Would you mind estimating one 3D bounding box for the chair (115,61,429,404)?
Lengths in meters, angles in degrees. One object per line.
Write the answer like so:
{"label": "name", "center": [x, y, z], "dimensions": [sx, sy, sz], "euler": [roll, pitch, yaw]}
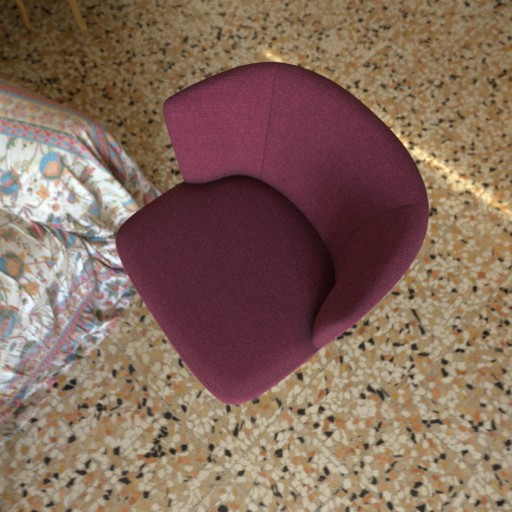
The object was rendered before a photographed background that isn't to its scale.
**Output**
{"label": "chair", "center": [0.000, 0.000, 1.269], "dimensions": [0.660, 0.760, 0.700], "euler": [-33, 69, -15]}
